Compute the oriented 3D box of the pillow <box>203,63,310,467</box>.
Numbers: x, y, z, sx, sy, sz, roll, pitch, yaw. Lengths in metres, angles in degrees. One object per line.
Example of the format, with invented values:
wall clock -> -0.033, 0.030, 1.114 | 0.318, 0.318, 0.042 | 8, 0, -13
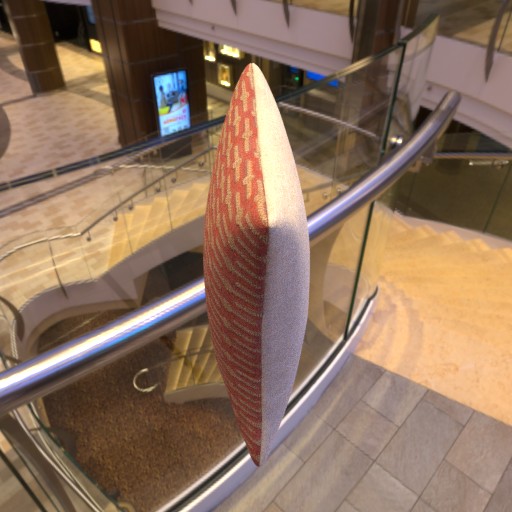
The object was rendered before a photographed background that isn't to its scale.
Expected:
pillow -> 0.000, 0.000, 0.779 | 0.182, 0.503, 0.511 | -1, 40, -2
